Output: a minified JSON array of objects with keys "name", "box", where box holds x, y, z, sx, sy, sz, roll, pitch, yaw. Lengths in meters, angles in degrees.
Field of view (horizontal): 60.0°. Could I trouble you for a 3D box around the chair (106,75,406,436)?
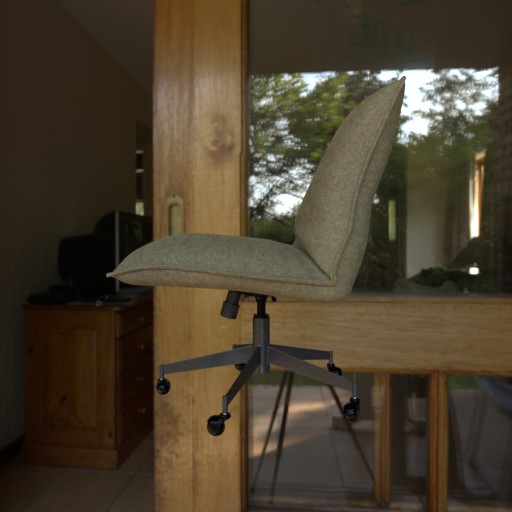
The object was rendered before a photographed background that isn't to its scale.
[{"name":"chair","box":[0.000,0.000,1.277,0.696,0.811,0.597,0,1,0]}]
